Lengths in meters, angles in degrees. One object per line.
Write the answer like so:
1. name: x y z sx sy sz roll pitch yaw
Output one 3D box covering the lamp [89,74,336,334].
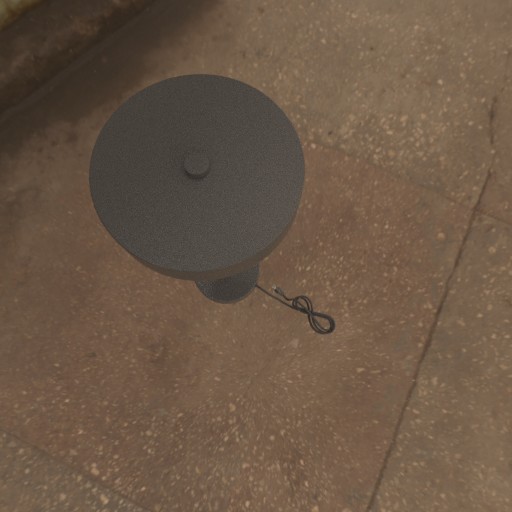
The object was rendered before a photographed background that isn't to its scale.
1. lamp: 0.000 0.000 0.698 0.369 0.508 0.229 27 77 7
